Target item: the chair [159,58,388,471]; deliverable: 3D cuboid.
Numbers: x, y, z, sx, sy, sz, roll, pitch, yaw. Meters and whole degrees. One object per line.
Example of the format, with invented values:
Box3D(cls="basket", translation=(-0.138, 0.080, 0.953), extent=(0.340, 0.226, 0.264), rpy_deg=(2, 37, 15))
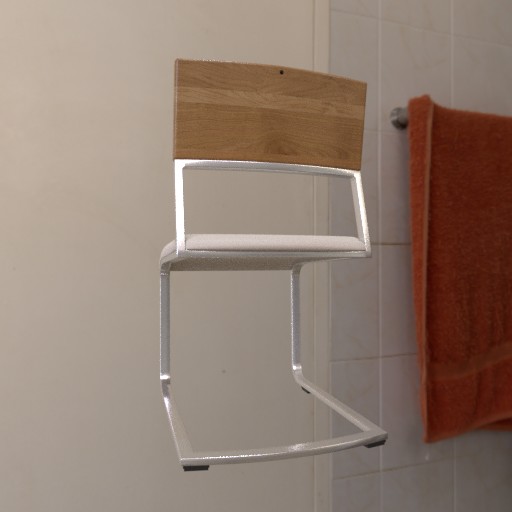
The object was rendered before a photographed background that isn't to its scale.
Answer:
Box3D(cls="chair", translation=(0.000, 0.000, 1.179), extent=(0.467, 0.844, 0.585), rpy_deg=(0, 0, -16))
